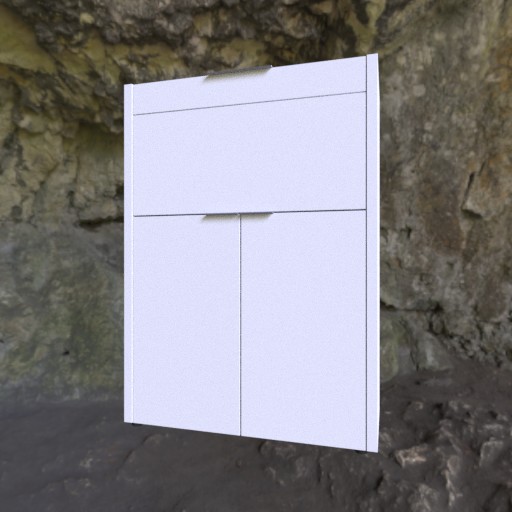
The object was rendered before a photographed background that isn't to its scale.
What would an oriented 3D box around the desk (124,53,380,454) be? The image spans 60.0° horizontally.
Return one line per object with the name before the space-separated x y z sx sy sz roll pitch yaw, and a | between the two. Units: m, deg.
desk | 0.000 0.000 1.594 0.850 1.190 0.390 0 0 16
